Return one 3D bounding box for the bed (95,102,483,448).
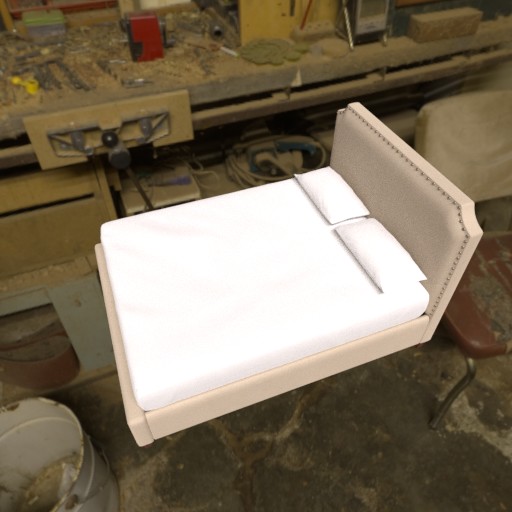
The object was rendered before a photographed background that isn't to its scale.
[{"bbox_3d":[0.000,0.000,3.370,2.329,1.415,1.703,-15,48,-15],"label":"bed"}]
